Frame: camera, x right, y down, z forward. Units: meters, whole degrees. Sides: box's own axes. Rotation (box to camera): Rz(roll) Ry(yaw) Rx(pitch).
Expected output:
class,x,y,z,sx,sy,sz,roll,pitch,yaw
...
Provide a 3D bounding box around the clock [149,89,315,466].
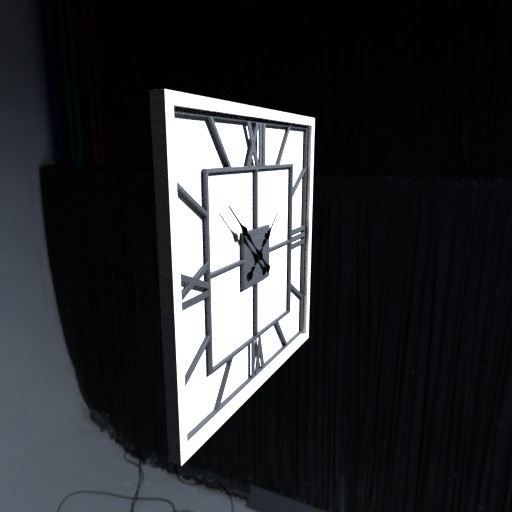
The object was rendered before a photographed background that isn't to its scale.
class,x,y,z,sx,sy,sz,roll,pitch,yaw
clock,0.000,0.000,1.109,0.032,0.705,0.705,7,15,27
